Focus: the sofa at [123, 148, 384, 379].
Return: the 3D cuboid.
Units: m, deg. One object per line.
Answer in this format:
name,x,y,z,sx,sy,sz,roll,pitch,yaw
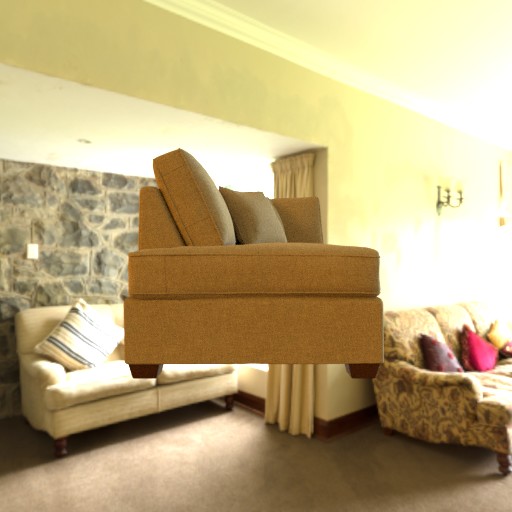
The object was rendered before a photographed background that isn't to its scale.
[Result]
sofa,0.000,0.000,2.883,1.110,1.019,2.238,0,0,0
